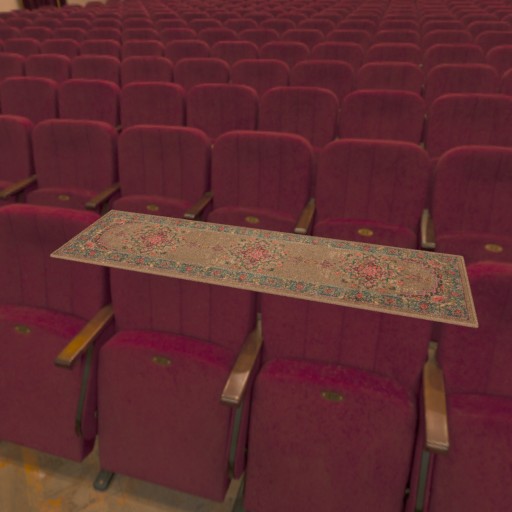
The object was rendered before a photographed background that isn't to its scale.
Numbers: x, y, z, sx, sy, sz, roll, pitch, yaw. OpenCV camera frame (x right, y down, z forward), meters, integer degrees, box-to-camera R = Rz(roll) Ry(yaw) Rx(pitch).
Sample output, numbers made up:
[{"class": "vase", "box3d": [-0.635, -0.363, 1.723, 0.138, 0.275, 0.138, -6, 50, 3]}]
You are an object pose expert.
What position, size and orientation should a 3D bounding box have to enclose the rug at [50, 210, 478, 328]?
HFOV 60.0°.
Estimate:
[{"class": "rug", "box3d": [0.000, 0.000, 2.557, 2.297, 0.019, 0.659, 8, 31, 14]}]
